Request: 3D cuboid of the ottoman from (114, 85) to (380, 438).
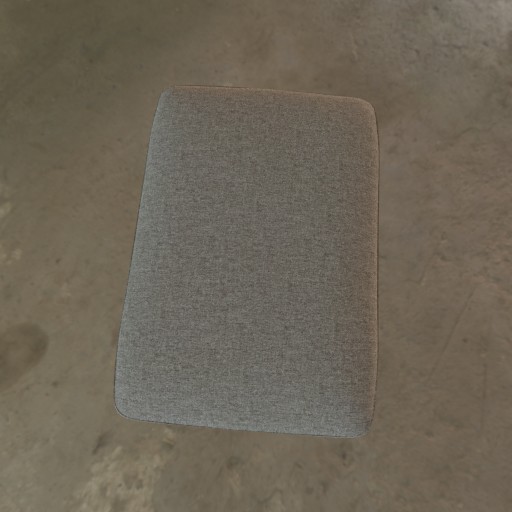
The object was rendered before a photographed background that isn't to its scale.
[{"bbox_3d":[0.000,0.000,1.360,0.694,0.451,0.977,4,75,1],"label":"ottoman"}]
